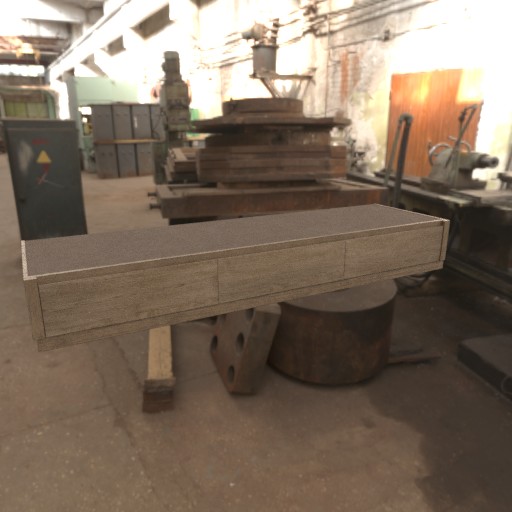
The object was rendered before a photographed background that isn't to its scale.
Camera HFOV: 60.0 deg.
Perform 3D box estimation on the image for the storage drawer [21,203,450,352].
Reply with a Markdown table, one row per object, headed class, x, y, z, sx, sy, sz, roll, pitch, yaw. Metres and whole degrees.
| class | x | y | z | sx | sy | sz | roll | pitch | yaw |
| --- | --- | --- | --- | --- | --- | --- | --- | --- | --- |
| storage drawer | 0.000 | 0.000 | 2.239 | 2.072 | 0.274 | 0.591 | -9 | 19 | -26 |
